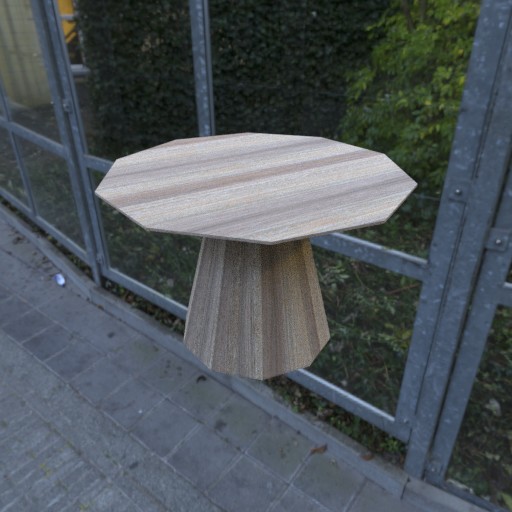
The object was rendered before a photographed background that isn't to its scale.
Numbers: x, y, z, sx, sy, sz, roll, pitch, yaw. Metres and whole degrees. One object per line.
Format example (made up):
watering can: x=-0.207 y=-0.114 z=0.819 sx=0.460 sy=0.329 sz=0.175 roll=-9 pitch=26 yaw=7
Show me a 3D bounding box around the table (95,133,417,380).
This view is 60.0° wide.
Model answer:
table: x=0.000 y=0.000 z=1.889 sx=1.186 sy=0.752 sz=1.186 roll=0 pitch=29 yaw=0
